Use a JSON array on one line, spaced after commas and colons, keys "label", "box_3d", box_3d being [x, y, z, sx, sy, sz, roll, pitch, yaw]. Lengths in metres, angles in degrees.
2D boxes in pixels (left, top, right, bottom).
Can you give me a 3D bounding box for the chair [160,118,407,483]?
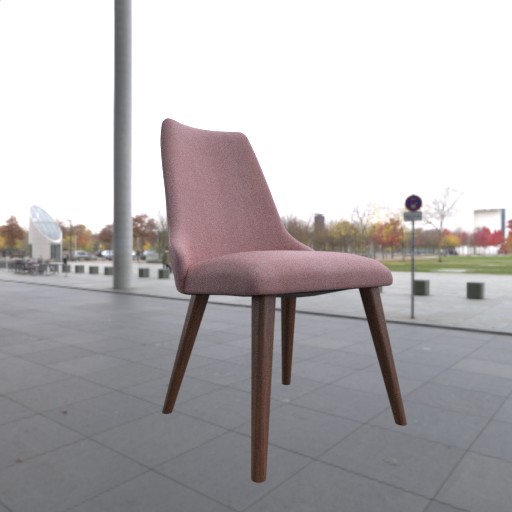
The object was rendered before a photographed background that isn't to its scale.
[{"label": "chair", "box_3d": [0.000, 0.000, 1.332, 0.535, 0.918, 0.707, -1, 1, -36]}]
